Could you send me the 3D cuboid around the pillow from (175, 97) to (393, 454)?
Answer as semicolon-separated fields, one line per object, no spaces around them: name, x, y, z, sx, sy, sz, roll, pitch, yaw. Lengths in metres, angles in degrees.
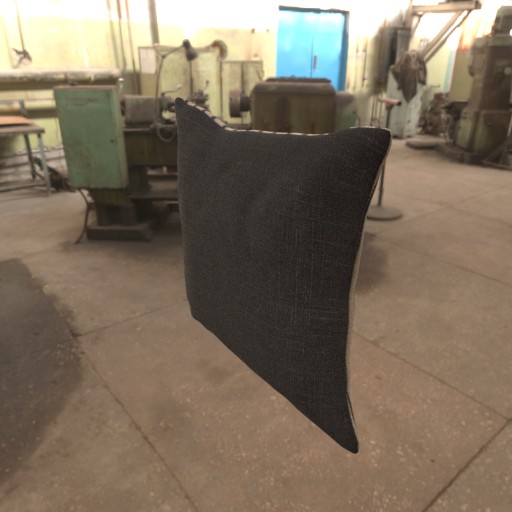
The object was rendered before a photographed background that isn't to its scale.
pillow;0.000;0.000;0.694;0.138;0.444;0.468;-16;29;-33
